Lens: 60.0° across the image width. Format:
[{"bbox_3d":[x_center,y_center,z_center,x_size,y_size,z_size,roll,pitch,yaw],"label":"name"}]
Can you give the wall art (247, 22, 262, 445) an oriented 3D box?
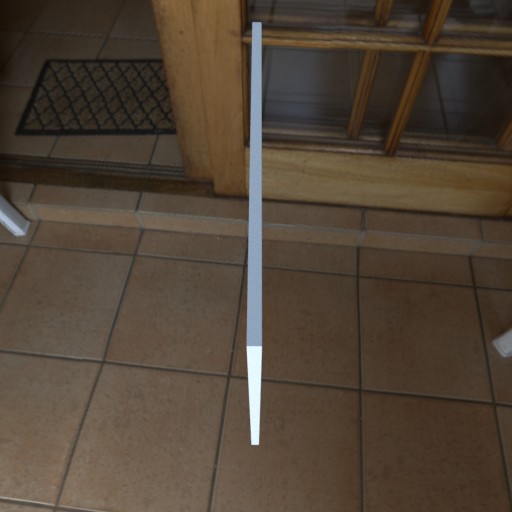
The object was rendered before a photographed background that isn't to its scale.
[{"bbox_3d":[0.000,0.000,1.177,0.022,0.803,0.805,0,58,0],"label":"wall art"}]
